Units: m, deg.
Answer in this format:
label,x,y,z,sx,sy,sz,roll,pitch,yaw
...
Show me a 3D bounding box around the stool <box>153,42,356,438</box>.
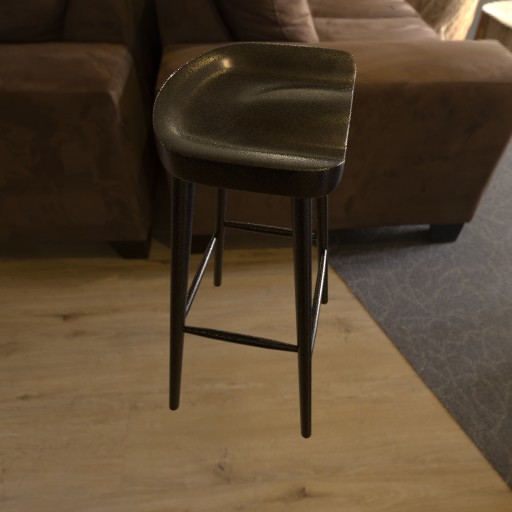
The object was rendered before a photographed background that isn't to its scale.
label,x,y,z,sx,sy,sz,roll,pitch,yaw
stool,0.000,0.000,0.969,0.361,0.749,0.440,9,47,8
